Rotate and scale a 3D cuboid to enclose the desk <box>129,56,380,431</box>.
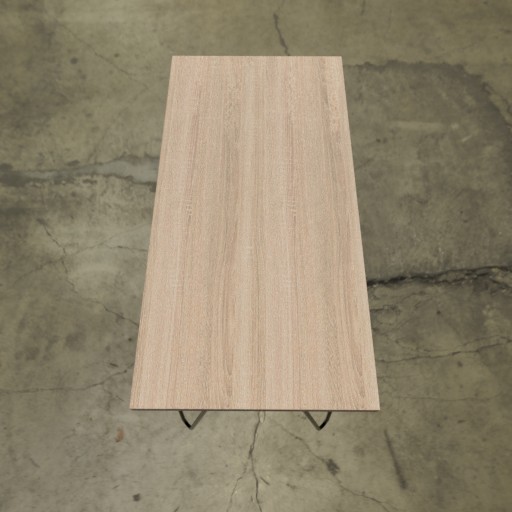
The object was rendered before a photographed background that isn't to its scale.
[{"bbox_3d":[0.000,0.000,1.391,0.499,0.660,0.991,0,64,0],"label":"desk"}]
